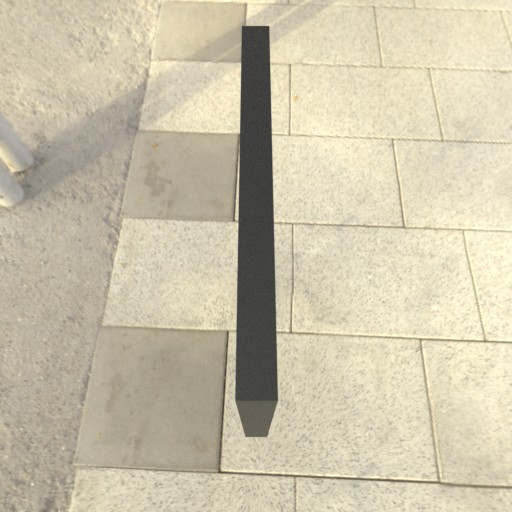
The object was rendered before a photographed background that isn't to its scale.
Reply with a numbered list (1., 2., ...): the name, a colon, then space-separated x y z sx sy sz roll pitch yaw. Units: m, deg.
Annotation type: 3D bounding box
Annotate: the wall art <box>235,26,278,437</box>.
1. wall art: 0.000 0.000 0.533 0.029 0.330 0.381 0 64 0
